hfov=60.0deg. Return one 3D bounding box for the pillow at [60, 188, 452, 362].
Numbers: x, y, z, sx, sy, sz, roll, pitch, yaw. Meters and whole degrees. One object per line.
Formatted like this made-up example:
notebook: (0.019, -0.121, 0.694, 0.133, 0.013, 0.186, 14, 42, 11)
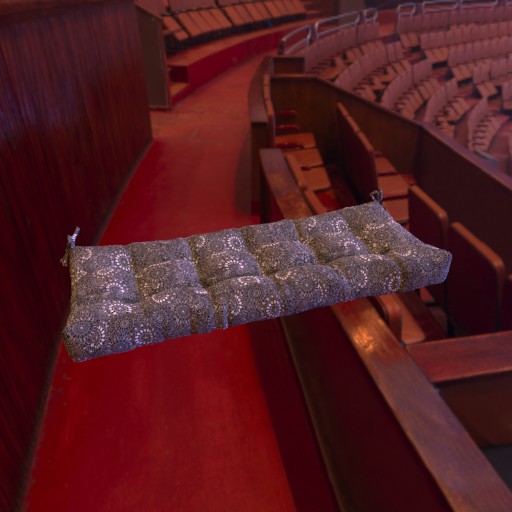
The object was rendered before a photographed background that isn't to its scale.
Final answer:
pillow: (0.000, 0.000, 1.412, 1.194, 0.174, 0.511, -10, 33, -15)
